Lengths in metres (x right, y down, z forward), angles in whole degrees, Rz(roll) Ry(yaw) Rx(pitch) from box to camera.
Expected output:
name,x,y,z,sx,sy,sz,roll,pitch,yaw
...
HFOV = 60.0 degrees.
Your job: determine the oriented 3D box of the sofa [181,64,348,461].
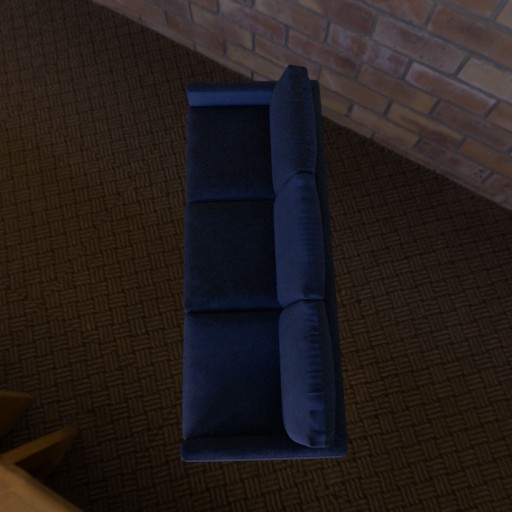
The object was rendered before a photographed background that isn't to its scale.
name,x,y,z,sx,sy,sz,roll,pitch,yaw
sofa,0.000,0.000,2.698,0.875,0.879,2.252,-2,74,0
